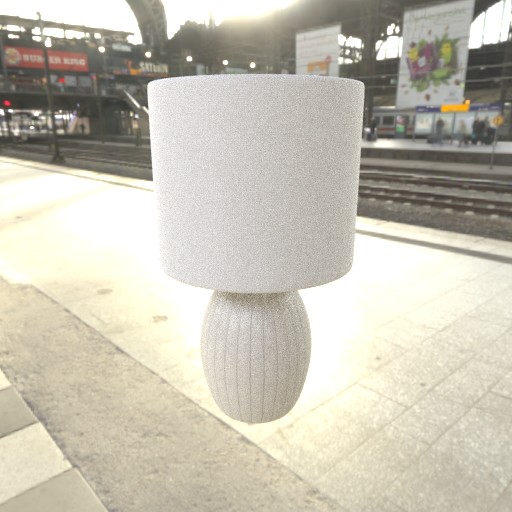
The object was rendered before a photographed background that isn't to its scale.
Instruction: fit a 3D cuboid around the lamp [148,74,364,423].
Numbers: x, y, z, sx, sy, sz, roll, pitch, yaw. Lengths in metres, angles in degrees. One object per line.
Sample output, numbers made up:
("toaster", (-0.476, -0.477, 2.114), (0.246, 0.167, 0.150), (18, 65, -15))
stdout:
("lamp", (0.000, 0.000, 0.762), (0.328, 0.570, 0.328), (0, 16, 0))
